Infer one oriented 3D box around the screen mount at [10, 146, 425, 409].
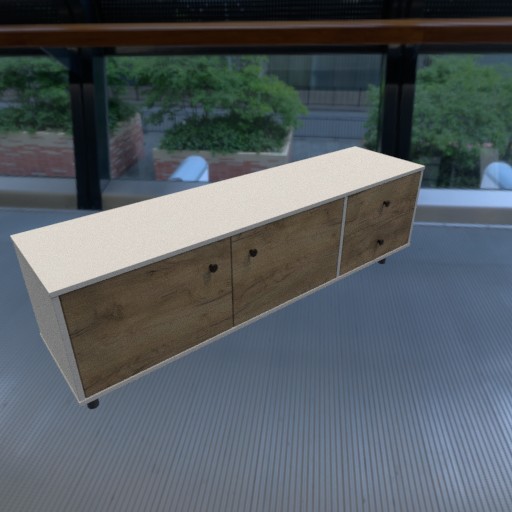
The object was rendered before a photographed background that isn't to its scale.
[{"bbox_3d":[0.000,0.000,1.781,1.600,0.520,0.418,-21,36,-33],"label":"screen mount"}]
